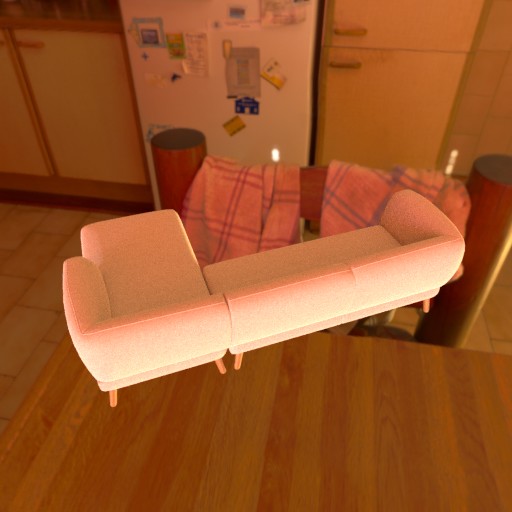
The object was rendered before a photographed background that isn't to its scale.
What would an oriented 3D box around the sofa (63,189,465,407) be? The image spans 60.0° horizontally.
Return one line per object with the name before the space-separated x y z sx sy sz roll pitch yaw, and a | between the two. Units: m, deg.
sofa | 0.000 0.000 3.393 2.660 0.730 1.610 -13 42 -15
